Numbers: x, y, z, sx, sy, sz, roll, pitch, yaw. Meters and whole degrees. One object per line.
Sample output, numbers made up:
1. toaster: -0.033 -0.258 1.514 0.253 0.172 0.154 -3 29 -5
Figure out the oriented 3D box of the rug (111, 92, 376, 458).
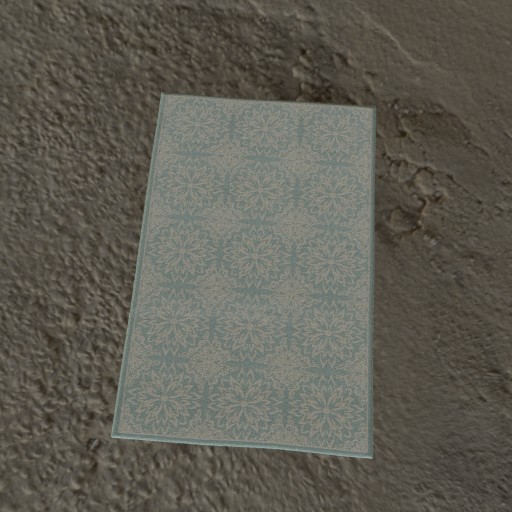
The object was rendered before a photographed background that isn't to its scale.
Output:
1. rug: 0.000 0.000 2.283 1.219 0.012 1.840 4 76 1
